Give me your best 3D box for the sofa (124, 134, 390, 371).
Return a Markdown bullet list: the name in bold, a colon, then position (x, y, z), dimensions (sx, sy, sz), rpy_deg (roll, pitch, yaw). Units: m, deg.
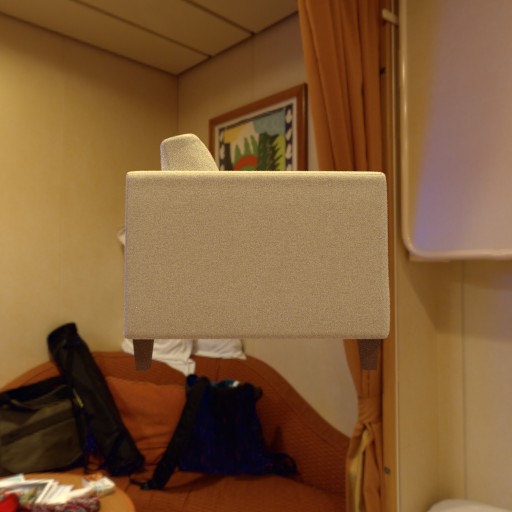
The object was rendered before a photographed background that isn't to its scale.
- **sofa**: position (0.000, 0.000, 2.518), dimensions (0.965, 0.889, 1.981), rpy_deg (0, -2, -1)
